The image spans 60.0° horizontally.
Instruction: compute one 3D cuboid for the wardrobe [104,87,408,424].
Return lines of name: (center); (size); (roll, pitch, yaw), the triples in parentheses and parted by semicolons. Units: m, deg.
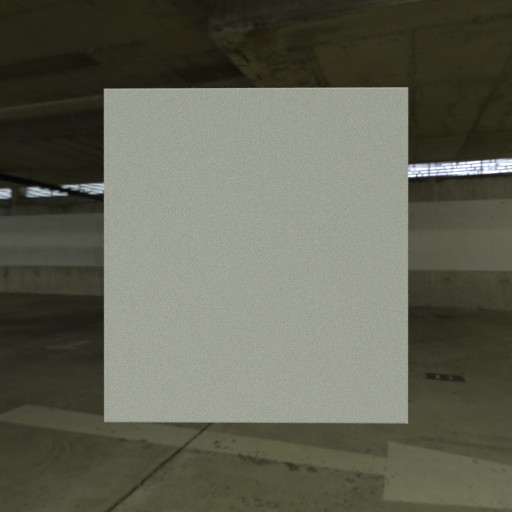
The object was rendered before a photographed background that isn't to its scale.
wardrobe: (0.000, 0.000, 2.969); (1.830, 2.020, 0.600); (0, 0, 1)
